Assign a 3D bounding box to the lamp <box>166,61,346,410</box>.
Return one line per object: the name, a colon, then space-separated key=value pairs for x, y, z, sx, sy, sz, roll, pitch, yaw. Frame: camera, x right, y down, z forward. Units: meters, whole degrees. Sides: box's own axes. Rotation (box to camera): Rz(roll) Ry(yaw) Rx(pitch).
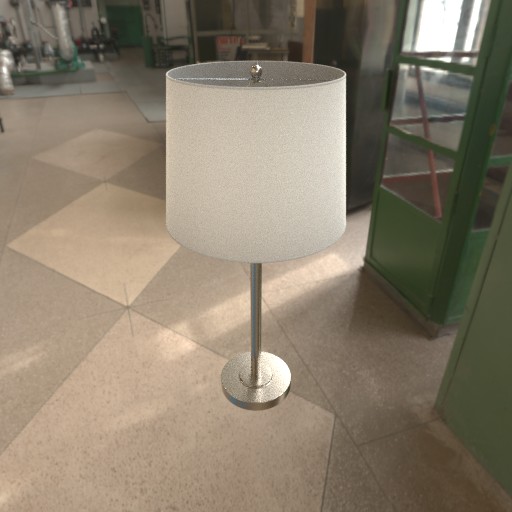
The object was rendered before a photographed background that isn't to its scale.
lamp: x=0.000 y=0.000 z=0.873 sx=0.333 sy=0.696 sz=0.333 roll=0 pitch=30 yaw=0
